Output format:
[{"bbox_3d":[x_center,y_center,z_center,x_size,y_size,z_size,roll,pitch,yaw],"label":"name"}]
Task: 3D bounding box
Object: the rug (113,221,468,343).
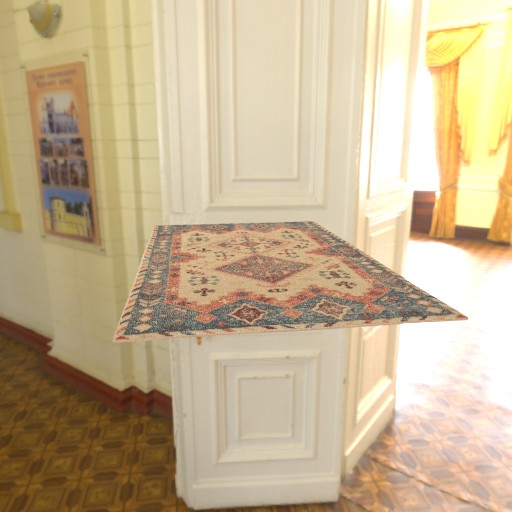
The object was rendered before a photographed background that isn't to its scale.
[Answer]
[{"bbox_3d":[0.000,0.000,3.013,1.521,0.023,2.464,-2,15,-9],"label":"rug"}]
